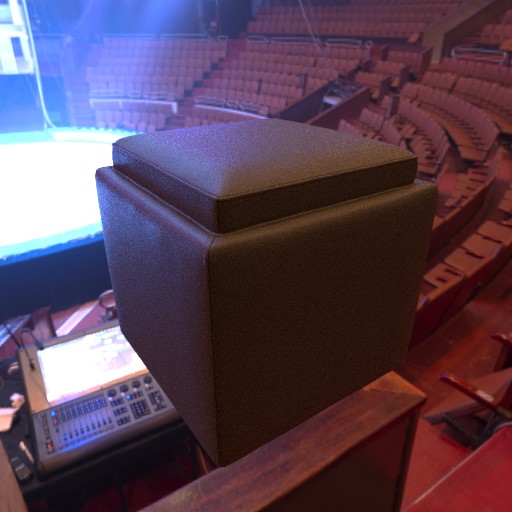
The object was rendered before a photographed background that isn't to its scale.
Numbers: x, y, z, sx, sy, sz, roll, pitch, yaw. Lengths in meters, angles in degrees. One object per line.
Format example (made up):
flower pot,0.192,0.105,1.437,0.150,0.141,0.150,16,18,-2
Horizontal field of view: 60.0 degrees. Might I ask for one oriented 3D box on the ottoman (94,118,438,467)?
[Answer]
ottoman,0.000,0.000,0.843,0.450,0.460,0.451,-17,31,-31
